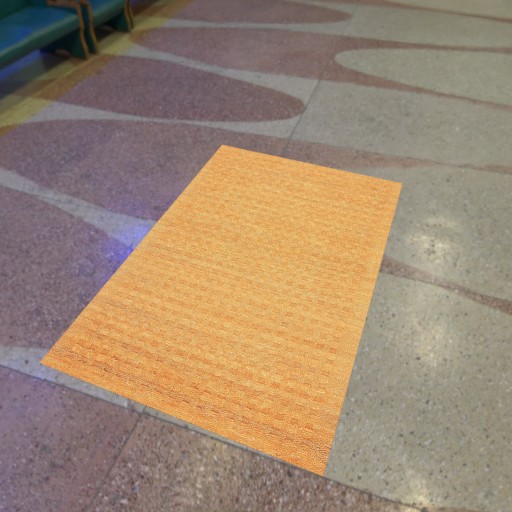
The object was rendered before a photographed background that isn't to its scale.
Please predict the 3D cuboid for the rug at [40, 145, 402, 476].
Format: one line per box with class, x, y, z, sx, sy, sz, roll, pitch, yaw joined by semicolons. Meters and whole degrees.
rug;0.000;0.000;2.862;1.524;0.006;2.285;16;47;15
